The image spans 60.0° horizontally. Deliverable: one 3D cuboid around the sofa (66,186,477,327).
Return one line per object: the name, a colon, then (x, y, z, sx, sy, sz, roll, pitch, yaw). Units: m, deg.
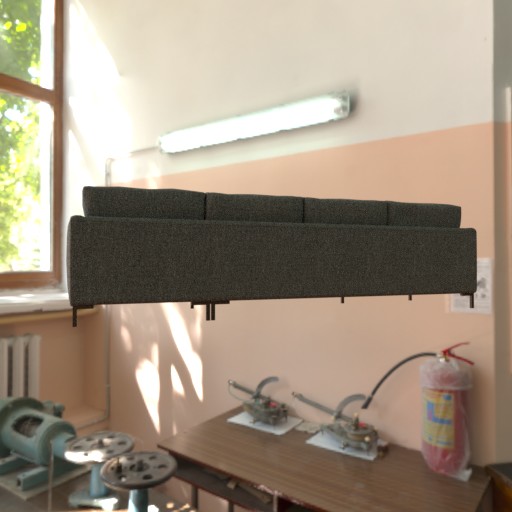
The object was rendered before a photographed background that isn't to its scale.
sofa: (0.000, 0.000, 3.576, 2.737, 0.756, 1.879, 0, -1, -20)
